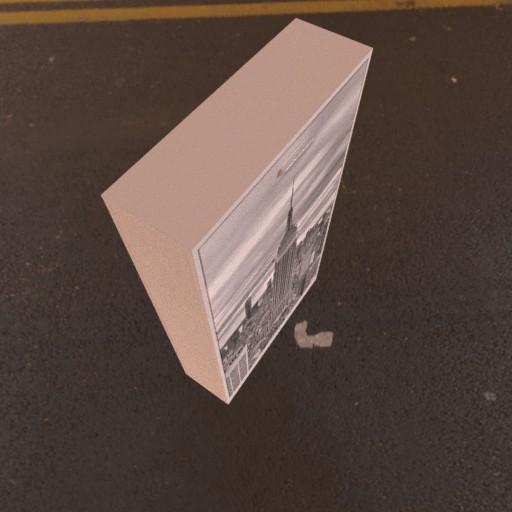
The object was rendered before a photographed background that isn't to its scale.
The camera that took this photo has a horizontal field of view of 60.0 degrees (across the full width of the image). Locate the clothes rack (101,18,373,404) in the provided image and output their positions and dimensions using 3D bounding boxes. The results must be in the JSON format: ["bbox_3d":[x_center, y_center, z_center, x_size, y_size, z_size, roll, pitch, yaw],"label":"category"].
[{"bbox_3d":[0.000,0.000,1.573,0.250,1.280,0.750,31,64,17],"label":"clothes rack"}]
